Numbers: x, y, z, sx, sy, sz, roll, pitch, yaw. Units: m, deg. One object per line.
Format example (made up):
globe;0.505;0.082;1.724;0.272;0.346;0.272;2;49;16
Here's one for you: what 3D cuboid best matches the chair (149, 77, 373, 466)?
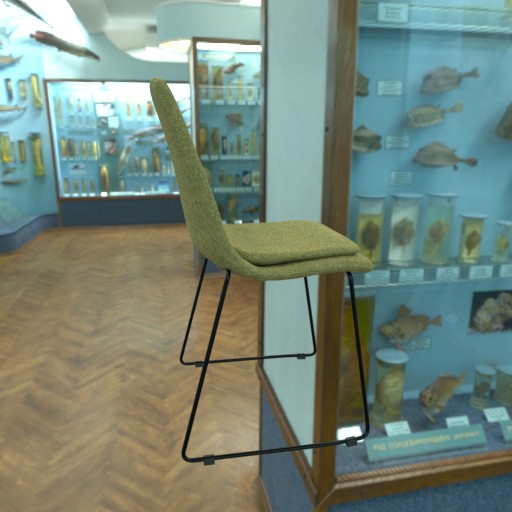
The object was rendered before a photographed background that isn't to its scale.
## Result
chair;0.000;0.000;1.158;0.496;0.849;0.479;-2;14;-10
